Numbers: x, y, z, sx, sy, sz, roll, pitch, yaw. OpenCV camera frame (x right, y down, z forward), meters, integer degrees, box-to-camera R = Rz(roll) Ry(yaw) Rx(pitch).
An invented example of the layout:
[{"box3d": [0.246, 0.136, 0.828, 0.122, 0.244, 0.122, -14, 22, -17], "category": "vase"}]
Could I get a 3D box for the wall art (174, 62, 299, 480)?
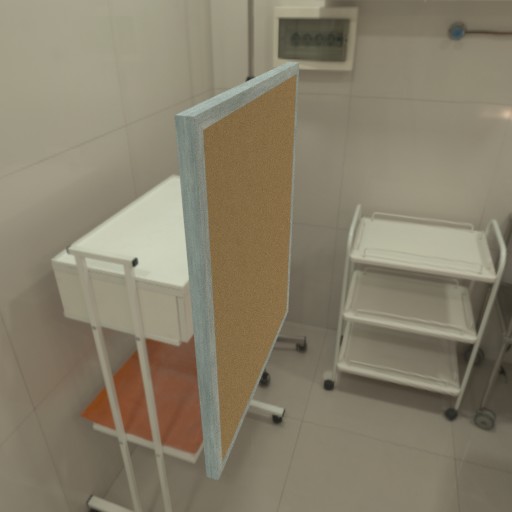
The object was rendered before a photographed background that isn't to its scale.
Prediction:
[{"box3d": [0.000, 0.000, 0.783, 0.022, 0.582, 0.479, 9, 31, 15], "category": "wall art"}]
